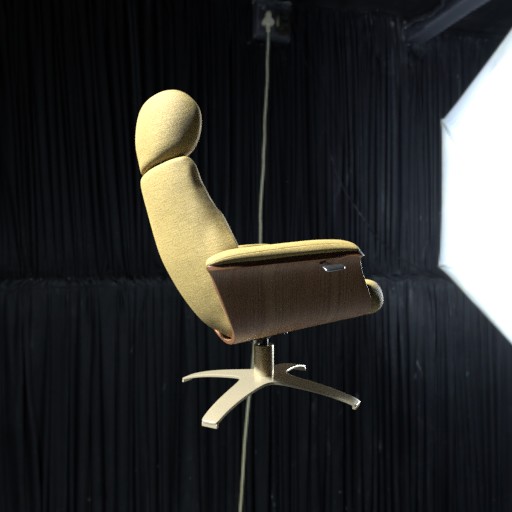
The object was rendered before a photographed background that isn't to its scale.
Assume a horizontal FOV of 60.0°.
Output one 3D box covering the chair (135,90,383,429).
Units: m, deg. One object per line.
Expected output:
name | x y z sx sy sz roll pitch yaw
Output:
chair | 0.000 0.000 1.598 0.837 0.995 0.785 0 0 -17
